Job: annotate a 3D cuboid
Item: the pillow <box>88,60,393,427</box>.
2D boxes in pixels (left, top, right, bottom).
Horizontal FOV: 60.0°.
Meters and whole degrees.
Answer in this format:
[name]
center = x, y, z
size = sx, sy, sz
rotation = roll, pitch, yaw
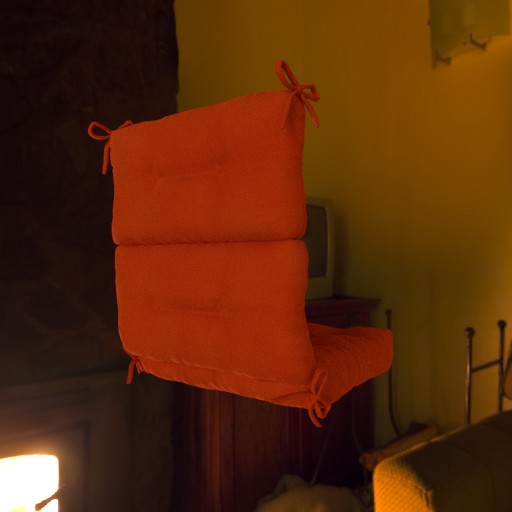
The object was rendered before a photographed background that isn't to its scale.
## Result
[pillow]
center = 0.000, 0.000, 1.035
size = 0.519, 0.605, 0.571
rotation = 0, -1, 34
